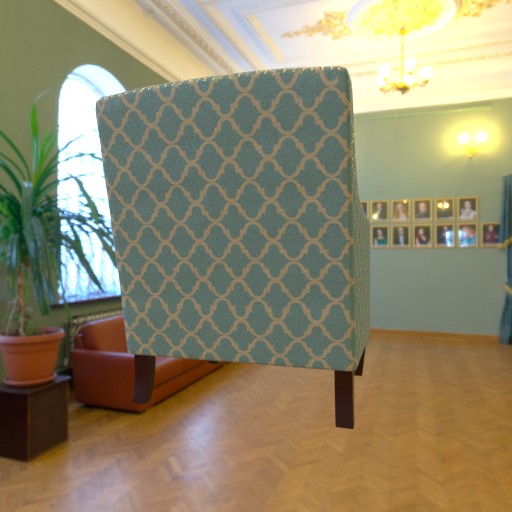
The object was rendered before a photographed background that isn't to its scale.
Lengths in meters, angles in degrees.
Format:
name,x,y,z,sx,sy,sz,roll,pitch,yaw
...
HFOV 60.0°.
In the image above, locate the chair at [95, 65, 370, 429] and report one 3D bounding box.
name,x,y,z,sx,sy,sz,roll,pitch,yaw
chair,0.000,0.000,1.313,0.617,0.817,0.686,0,0,18
